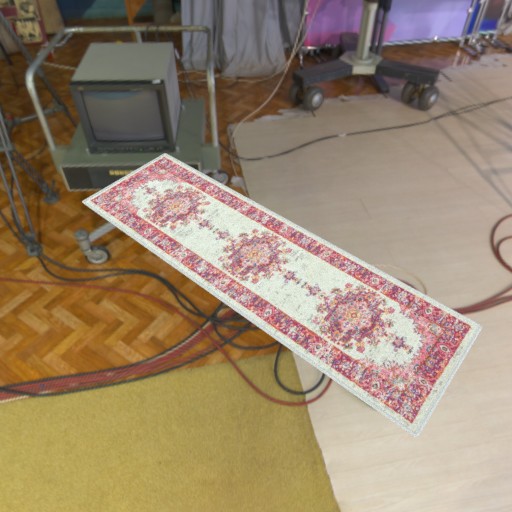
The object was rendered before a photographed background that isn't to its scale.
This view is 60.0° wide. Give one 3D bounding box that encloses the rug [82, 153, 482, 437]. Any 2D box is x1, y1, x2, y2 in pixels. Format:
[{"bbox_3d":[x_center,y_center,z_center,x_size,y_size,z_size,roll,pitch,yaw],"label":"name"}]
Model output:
[{"bbox_3d":[0.000,0.000,1.970,1.824,0.009,0.562,32,54,26],"label":"rug"}]
